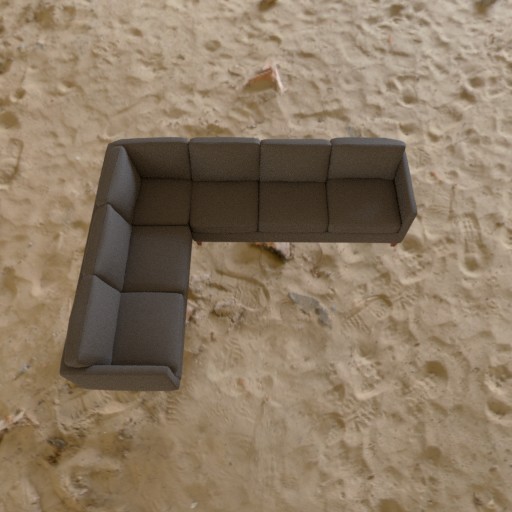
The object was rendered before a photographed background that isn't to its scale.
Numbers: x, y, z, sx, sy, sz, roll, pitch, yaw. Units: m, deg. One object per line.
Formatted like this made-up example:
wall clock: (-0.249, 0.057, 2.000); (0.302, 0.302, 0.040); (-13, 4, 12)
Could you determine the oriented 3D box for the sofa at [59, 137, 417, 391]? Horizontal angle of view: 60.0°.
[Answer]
sofa: (0.000, 0.000, 4.491); (3.302, 0.947, 2.593); (0, 62, 0)
